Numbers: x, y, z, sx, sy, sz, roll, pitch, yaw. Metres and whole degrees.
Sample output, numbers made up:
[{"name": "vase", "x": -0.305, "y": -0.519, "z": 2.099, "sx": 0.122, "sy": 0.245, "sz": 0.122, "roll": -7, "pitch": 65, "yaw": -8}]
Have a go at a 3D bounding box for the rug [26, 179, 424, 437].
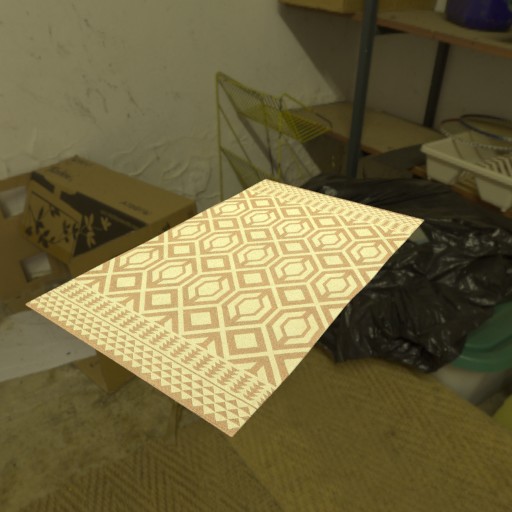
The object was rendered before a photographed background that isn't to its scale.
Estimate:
[{"name": "rug", "x": 0.000, "y": 0.000, "z": 3.019, "sx": 1.526, "sy": 0.011, "sz": 2.435, "roll": 20, "pitch": 36, "yaw": 30}]
